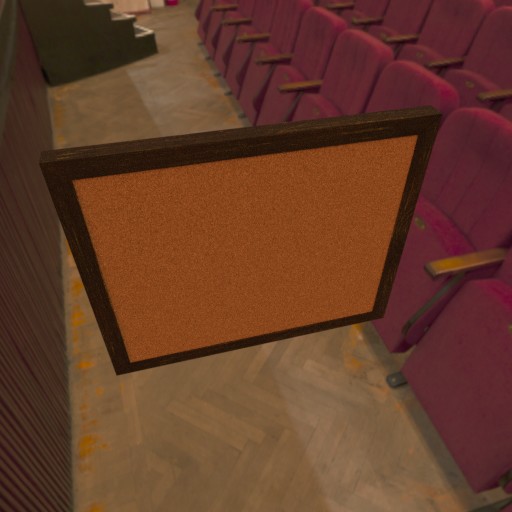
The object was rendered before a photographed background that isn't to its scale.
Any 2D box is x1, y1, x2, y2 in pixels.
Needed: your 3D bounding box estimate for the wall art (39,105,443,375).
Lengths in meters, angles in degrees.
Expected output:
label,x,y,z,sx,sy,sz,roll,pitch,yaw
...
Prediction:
label,x,y,z,sx,sy,sz,roll,pitch,yaw
wall art,0.000,0.000,0.759,0.558,0.457,0.032,-10,43,-11
